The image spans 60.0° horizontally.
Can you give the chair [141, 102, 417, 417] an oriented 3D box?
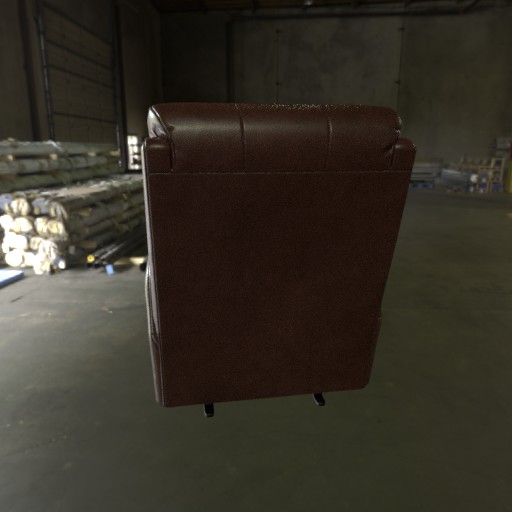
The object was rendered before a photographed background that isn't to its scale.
[{"bbox_3d":[0.000,0.000,1.655,0.787,1.016,0.939,-2,14,-9],"label":"chair"}]
